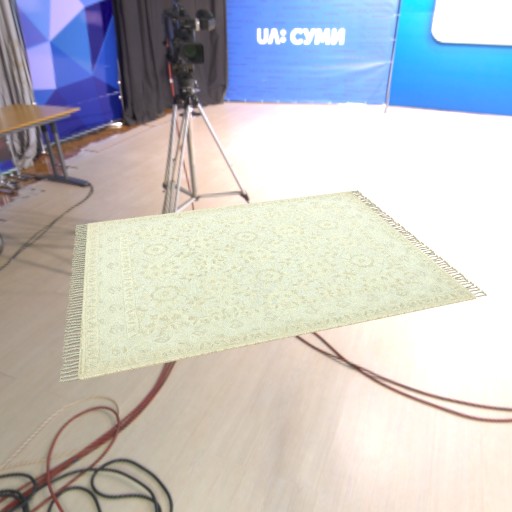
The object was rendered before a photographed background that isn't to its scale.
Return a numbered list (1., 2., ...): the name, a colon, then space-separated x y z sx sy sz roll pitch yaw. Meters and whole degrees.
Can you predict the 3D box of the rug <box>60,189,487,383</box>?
1. rug: 0.000 0.000 2.238 1.771 0.015 1.223 -9 33 -14
